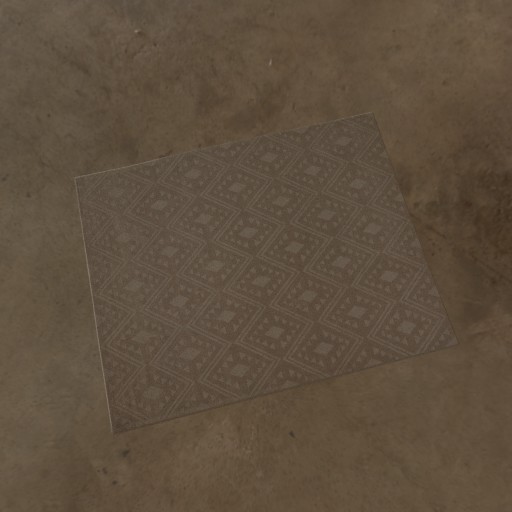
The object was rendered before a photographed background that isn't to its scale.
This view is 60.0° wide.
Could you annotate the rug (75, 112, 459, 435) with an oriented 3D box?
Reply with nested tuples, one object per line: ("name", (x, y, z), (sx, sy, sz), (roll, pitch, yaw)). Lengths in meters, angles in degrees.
("rug", (0.000, 0.000, 4.047), (3.011, 0.054, 2.399), (-13, 74, -4))
